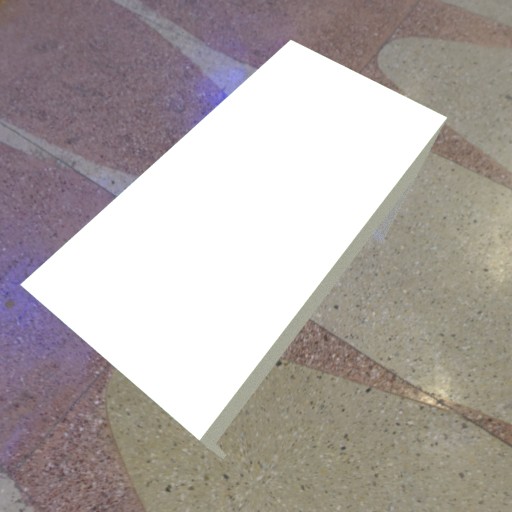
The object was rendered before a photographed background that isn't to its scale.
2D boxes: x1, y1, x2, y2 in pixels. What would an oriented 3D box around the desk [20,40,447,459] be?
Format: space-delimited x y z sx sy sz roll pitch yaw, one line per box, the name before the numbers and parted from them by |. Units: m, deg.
desk | 0.000 0.000 1.493 0.560 0.730 1.100 34 68 16
